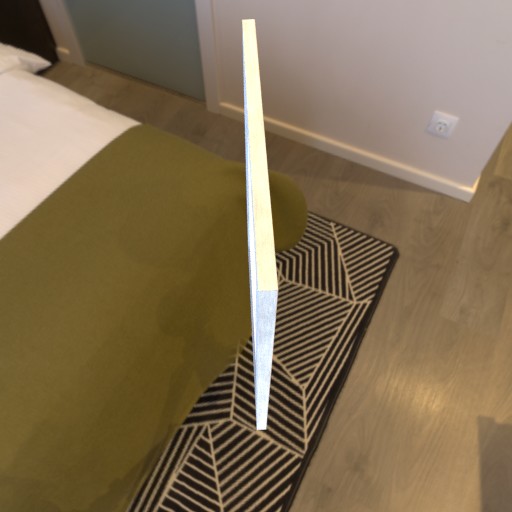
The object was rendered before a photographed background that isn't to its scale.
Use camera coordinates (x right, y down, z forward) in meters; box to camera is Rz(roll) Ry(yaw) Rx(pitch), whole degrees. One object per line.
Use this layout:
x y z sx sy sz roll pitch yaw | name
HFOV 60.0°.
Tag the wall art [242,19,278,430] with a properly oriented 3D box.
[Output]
0.000 0.000 0.817 0.020 0.613 0.481 -2 57 -2 | wall art
